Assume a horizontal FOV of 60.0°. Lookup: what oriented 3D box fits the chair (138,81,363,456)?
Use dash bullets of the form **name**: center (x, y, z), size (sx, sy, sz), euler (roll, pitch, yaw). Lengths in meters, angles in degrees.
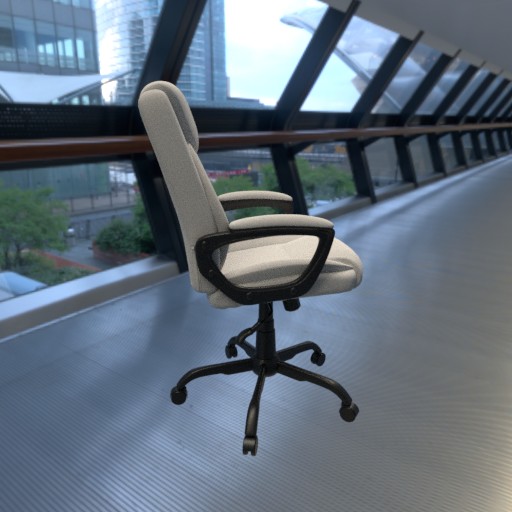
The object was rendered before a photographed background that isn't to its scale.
- **chair**: center (0.000, 0.000, 1.485), size (0.669, 1.065, 0.663), euler (-2, 16, -8)
